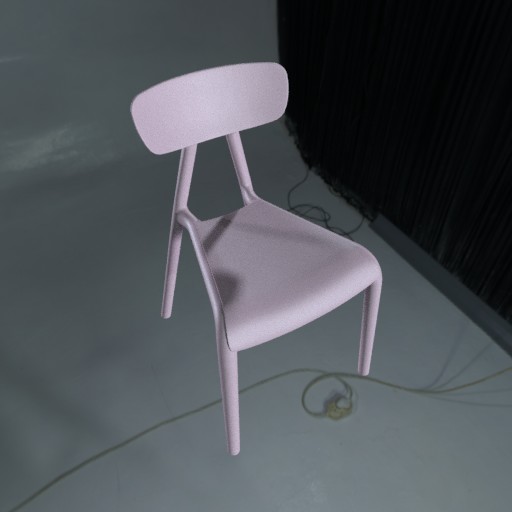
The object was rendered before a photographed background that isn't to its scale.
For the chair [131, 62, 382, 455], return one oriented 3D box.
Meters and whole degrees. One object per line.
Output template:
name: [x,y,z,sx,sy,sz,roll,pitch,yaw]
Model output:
chair: [0.000,0.000,0.844,0.356,0.580,0.401,-23,49,-22]
